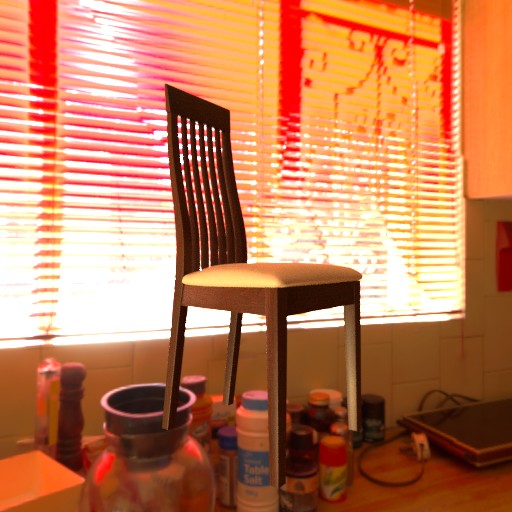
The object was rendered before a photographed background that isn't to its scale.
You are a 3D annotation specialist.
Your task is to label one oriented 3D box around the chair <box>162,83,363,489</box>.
[{"bbox_3d":[0.000,0.000,1.288,0.474,1.027,0.460,0,-1,37],"label":"chair"}]
